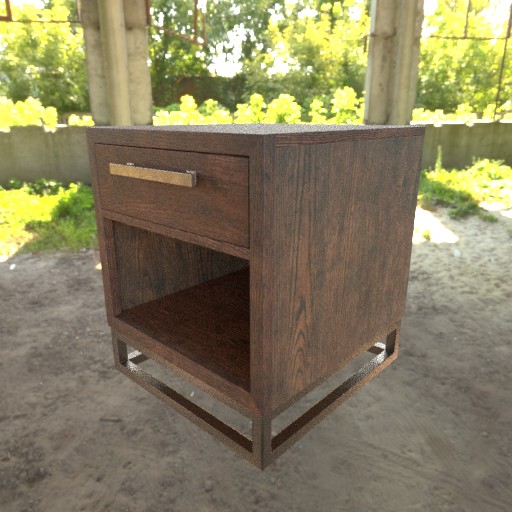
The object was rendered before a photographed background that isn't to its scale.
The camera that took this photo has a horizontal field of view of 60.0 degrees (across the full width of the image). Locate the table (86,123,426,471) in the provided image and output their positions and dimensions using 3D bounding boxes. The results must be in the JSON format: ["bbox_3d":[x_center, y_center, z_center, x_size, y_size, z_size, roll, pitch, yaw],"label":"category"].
[{"bbox_3d":[0.000,0.000,1.038,0.506,0.582,0.566,16,24,40],"label":"table"}]
